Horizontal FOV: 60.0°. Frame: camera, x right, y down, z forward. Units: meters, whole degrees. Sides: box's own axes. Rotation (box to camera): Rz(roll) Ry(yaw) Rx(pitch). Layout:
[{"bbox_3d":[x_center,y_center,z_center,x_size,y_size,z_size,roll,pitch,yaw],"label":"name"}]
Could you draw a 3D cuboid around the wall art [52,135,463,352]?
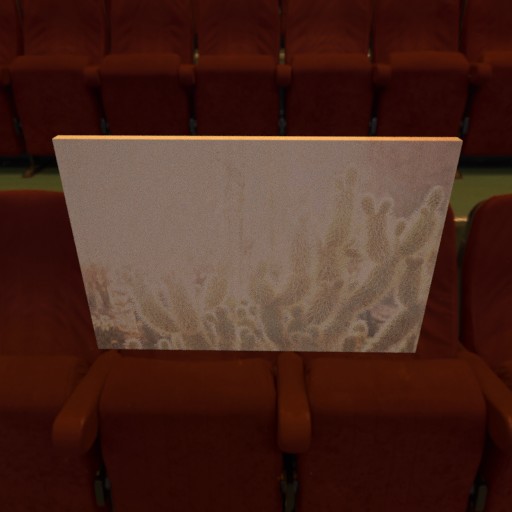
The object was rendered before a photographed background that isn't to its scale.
[{"bbox_3d":[0.000,0.000,1.430,1.142,0.758,0.041,1,29,1],"label":"wall art"}]
